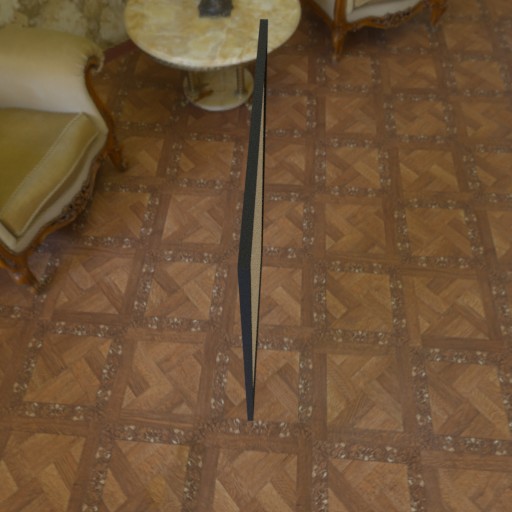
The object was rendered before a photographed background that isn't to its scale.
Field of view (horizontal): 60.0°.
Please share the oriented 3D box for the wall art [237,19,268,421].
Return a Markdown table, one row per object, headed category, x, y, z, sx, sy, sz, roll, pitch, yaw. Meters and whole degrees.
| category | x | y | z | sx | sy | sz | roll | pitch | yaw |
| --- | --- | --- | --- | --- | --- | --- | --- | --- | --- |
| wall art | 0.000 | 0.000 | 0.849 | 0.013 | 0.660 | 0.460 | 3 | 57 | 2 |
